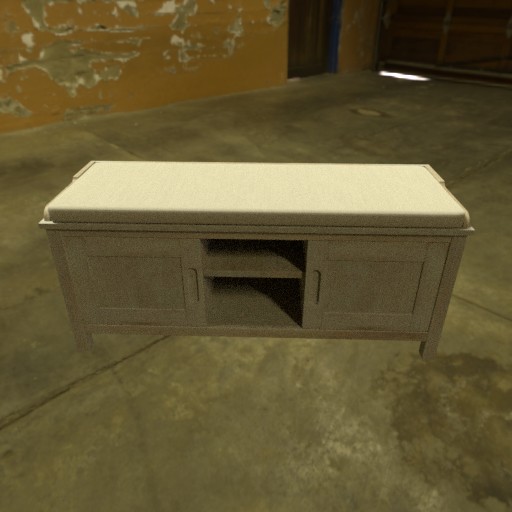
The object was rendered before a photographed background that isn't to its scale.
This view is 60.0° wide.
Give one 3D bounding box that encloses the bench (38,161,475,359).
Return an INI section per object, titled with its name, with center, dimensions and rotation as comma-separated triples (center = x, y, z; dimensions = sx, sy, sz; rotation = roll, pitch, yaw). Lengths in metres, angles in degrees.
[bench]
center = 0.000, 0.000, 1.430
dimensions = 1.140, 0.501, 0.398
rotation = 1, 30, 2
